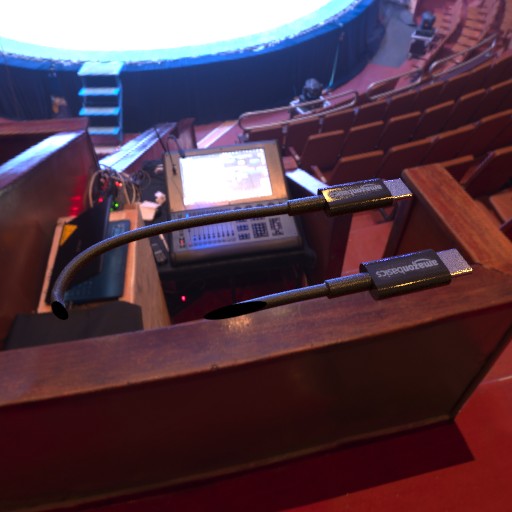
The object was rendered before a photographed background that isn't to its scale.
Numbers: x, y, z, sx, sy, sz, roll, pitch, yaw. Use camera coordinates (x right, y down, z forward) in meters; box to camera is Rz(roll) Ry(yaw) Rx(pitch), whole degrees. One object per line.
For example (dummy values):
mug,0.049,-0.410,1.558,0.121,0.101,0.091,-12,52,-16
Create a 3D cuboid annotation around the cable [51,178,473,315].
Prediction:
cable,0.000,0.000,0.111,0.098,0.005,0.041,-11,48,-10
